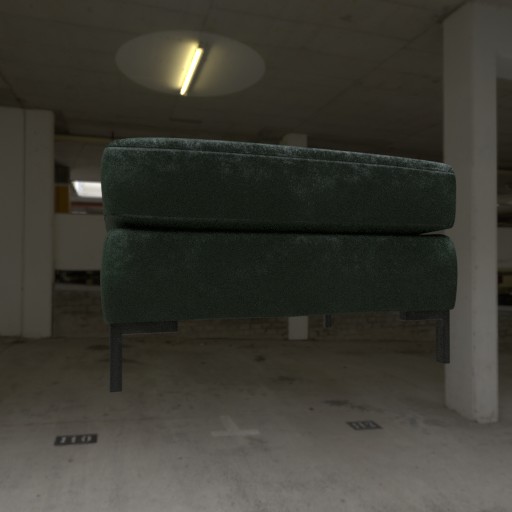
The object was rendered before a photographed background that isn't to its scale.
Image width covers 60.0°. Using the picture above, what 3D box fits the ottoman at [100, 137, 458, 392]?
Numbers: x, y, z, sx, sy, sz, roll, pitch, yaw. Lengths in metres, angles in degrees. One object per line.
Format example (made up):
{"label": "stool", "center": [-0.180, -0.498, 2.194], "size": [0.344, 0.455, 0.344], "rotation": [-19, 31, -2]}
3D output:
{"label": "ottoman", "center": [0.000, 0.000, 1.288], "size": [0.839, 0.538, 0.701], "rotation": [0, -1, -18]}
